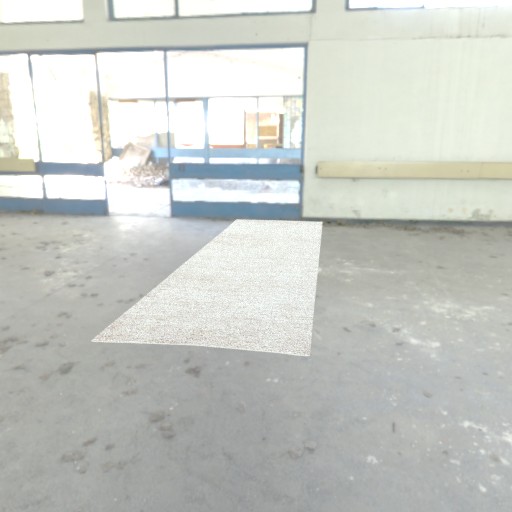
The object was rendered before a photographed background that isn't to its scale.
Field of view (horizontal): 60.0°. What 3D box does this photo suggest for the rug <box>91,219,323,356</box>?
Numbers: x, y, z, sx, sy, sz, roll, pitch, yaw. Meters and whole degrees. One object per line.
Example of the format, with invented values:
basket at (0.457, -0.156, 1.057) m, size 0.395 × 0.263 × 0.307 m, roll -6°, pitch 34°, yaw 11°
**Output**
rug at (0.000, 0.000, 2.513) m, size 0.712 × 0.013 × 2.346 m, roll 2°, pitch 15°, yaw 9°
